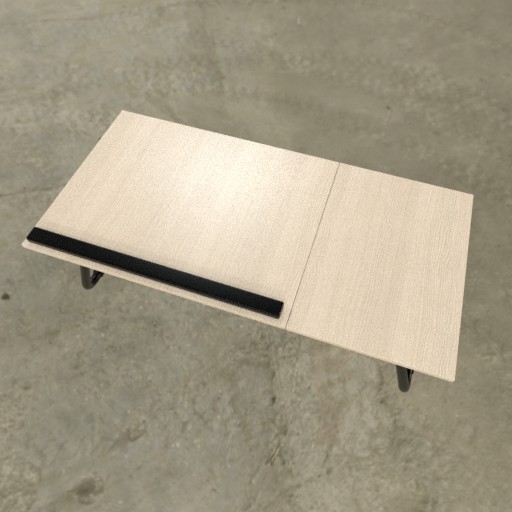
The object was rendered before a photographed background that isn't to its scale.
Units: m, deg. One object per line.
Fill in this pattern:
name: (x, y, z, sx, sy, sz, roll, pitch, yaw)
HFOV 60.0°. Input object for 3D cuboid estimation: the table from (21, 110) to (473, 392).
table: (0.000, 0.000, 0.789, 0.644, 0.242, 0.322, 16, 59, 10)
